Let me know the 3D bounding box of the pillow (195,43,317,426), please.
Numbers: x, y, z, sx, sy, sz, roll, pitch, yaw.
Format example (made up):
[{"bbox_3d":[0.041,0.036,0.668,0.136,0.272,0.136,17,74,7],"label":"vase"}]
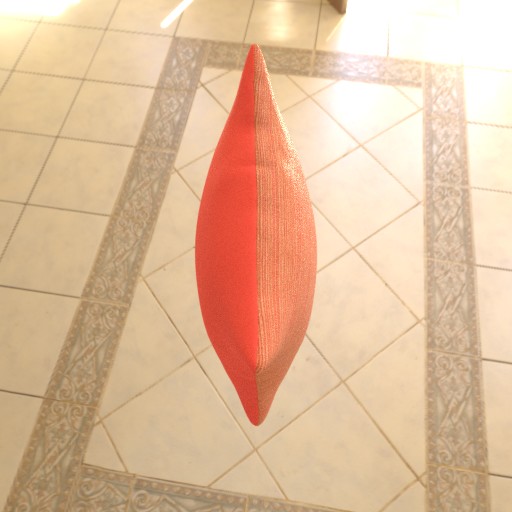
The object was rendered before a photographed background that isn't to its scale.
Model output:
[{"bbox_3d":[0.000,0.000,0.835,0.229,0.501,0.559,0,64,0],"label":"pillow"}]
